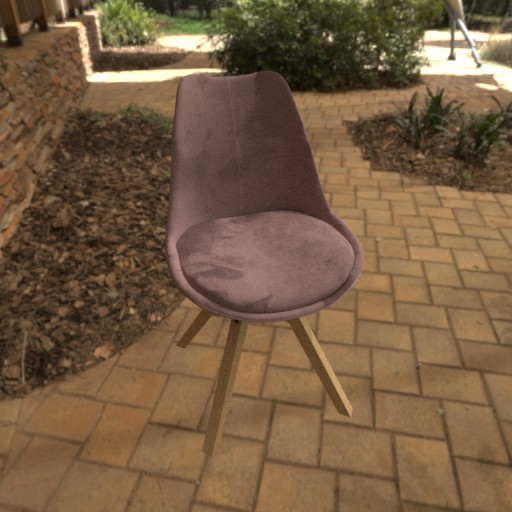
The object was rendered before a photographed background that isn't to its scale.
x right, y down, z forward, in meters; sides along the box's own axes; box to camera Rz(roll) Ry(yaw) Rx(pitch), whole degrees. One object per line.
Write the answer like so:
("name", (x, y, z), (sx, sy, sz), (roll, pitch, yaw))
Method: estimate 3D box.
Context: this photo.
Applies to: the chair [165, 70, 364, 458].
("chair", (0.000, 0.000, 1.194), (0.485, 0.850, 0.550), (-10, 33, -15))
